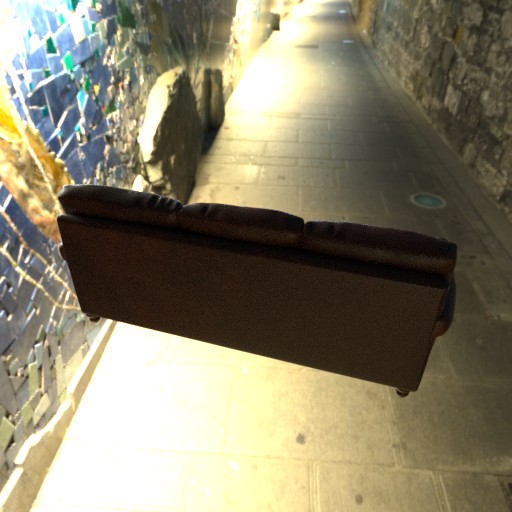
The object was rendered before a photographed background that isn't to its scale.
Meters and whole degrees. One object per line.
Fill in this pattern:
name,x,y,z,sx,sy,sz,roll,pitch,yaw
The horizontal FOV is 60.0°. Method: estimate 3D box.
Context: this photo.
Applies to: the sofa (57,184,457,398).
sofa,0.000,0.000,2.848,2.351,0.977,0.973,10,34,15
